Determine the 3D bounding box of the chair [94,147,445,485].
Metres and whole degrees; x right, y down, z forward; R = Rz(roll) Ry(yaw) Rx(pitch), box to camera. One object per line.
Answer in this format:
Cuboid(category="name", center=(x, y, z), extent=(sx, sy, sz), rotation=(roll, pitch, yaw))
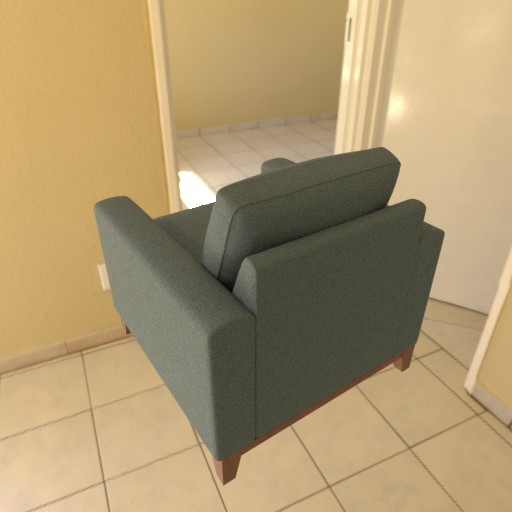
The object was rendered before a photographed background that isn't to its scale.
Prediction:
Cuboid(category="chair", center=(0.000, 0.000, 1.875), extent=(1.024, 1.010, 1.038), rotation=(-20, 37, -29))
